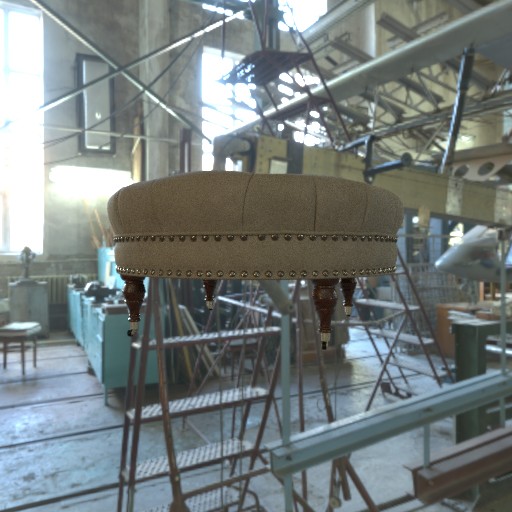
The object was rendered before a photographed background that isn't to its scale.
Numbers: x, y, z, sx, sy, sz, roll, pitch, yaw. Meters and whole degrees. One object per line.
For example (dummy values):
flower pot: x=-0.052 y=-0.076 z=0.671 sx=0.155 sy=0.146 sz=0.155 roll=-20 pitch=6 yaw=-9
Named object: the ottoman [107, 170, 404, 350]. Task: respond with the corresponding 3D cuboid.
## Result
ottoman: x=0.000 y=0.000 z=1.405 sx=0.901 sy=0.439 sz=0.901 roll=0 pitch=1 yaw=0
